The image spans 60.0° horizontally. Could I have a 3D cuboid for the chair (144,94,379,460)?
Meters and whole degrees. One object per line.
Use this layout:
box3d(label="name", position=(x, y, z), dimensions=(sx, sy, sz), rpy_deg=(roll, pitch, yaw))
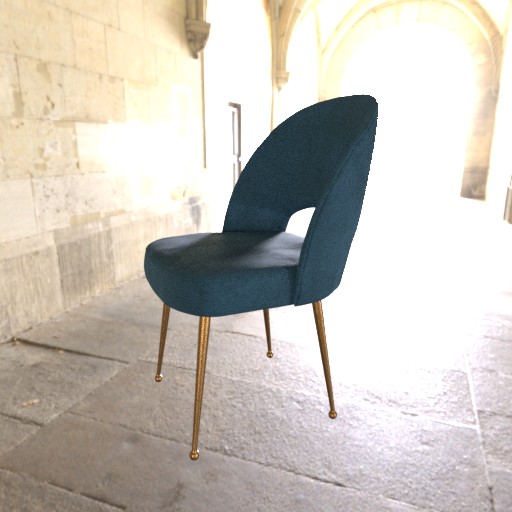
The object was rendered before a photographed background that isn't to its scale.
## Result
box3d(label="chair", position=(0.000, 0.000, 1.222), dimensions=(0.577, 0.860, 0.527), rpy_deg=(-6, 16, -24))
